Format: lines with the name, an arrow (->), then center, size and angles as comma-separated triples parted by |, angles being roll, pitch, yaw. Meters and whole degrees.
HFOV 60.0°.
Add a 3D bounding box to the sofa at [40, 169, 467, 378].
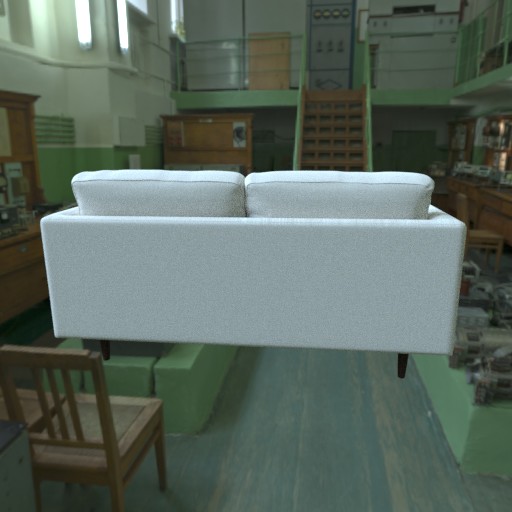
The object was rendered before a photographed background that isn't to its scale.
sofa -> 0.000, 0.000, 2.244 | 1.713, 0.893, 0.940 | 2, 15, 7
